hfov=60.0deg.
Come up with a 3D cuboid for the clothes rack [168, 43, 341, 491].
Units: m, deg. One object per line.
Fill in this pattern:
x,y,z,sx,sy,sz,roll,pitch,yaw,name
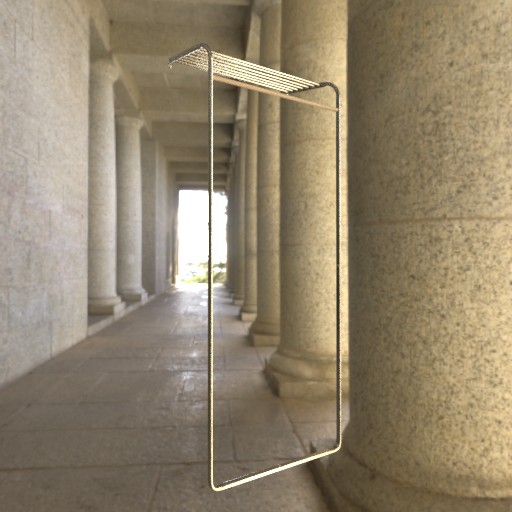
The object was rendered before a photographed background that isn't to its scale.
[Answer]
0.000,0.000,1.780,0.609,1.574,0.349,0,-1,-35,clothes rack
